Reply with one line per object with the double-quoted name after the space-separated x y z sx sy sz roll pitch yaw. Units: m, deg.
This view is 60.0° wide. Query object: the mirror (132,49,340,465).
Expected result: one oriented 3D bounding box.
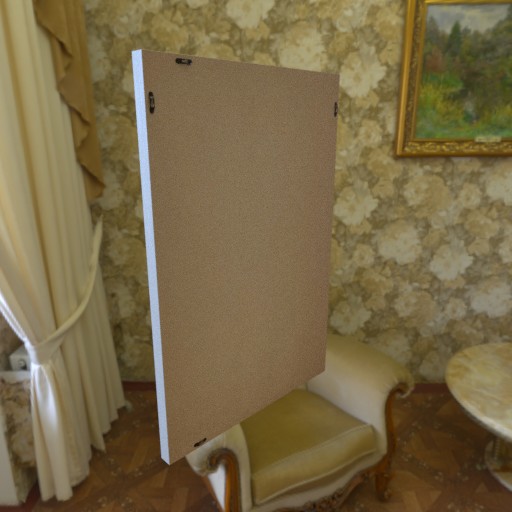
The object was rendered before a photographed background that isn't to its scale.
0.000 0.000 1.147 0.609 0.915 0.040 -16 23 -42 "mirror"
